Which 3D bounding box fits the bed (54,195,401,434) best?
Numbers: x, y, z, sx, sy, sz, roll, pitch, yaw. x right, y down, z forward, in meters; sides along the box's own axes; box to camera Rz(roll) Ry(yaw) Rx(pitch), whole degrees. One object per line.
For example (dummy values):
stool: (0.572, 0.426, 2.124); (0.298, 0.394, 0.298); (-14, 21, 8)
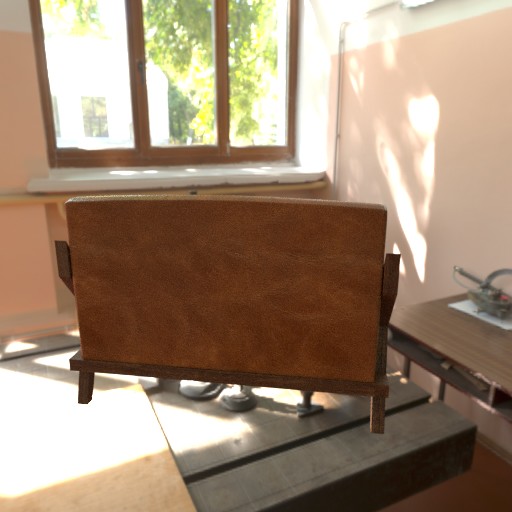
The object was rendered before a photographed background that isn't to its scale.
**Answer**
bed: (0.000, 0.000, 3.256); (1.651, 1.168, 2.311); (2, 15, 9)
